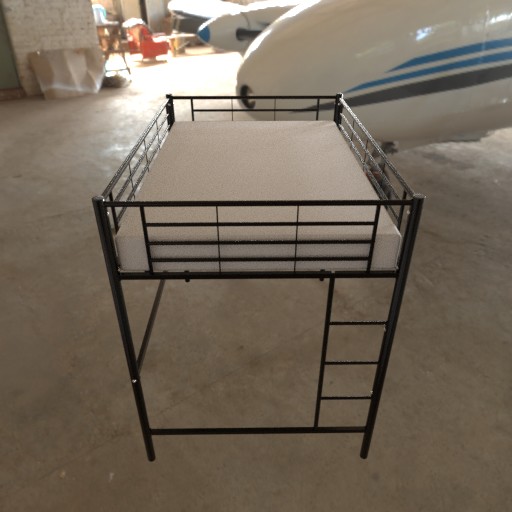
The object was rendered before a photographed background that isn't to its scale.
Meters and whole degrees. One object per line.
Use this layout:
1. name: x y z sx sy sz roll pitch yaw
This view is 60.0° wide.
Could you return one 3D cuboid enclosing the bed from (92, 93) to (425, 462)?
1. bed: 0.000 0.000 3.156 1.397 1.803 1.994 0 32 -1
